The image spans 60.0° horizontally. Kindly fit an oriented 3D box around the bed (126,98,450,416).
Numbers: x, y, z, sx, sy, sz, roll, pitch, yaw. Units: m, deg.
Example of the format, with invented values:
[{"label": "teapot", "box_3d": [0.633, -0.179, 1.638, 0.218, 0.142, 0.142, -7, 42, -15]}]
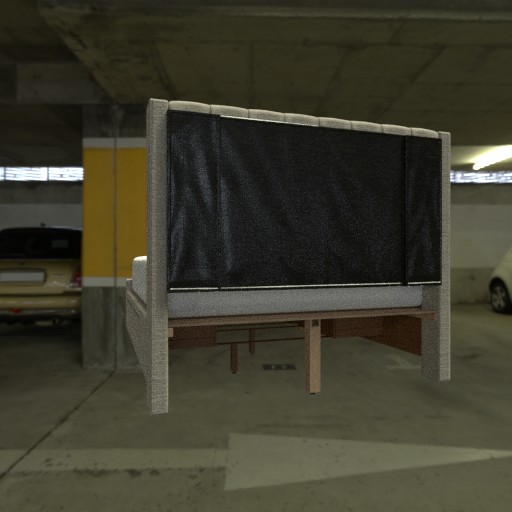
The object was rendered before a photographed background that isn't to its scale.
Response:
[{"label": "bed", "box_3d": [0.000, 0.000, 3.839, 2.044, 1.748, 2.372, 0, 0, -19]}]
